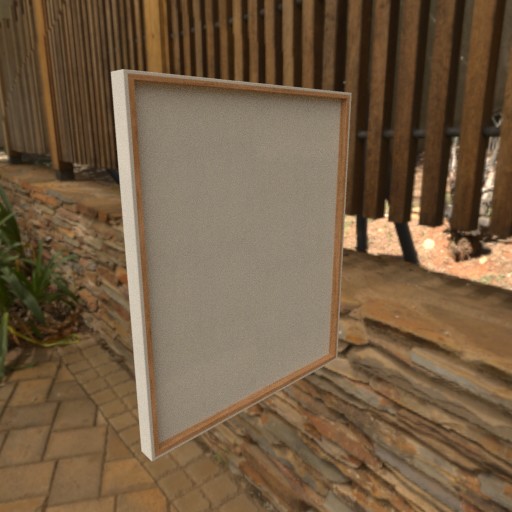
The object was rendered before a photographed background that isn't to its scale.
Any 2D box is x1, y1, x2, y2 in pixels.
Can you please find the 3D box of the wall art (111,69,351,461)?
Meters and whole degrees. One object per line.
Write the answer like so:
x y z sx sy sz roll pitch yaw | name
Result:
0.000 0.000 0.836 0.508 0.606 0.037 -14 21 -42 | wall art
